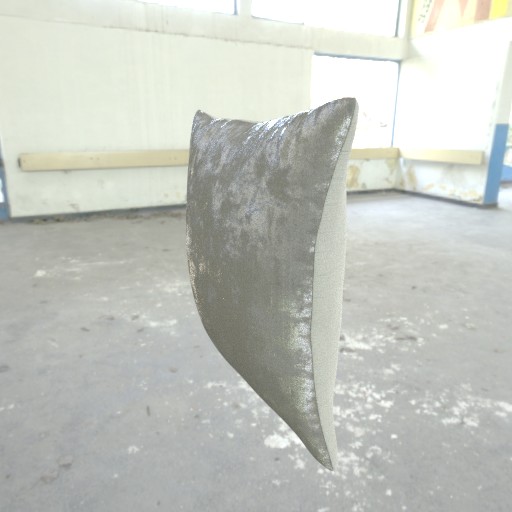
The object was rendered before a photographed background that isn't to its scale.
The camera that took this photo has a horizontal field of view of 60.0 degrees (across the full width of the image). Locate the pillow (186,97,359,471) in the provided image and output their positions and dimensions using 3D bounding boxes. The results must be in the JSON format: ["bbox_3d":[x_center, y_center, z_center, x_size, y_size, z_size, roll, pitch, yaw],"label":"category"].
[{"bbox_3d":[0.000,0.000,0.712,0.175,0.464,0.470,-8,18,-25],"label":"pillow"}]
